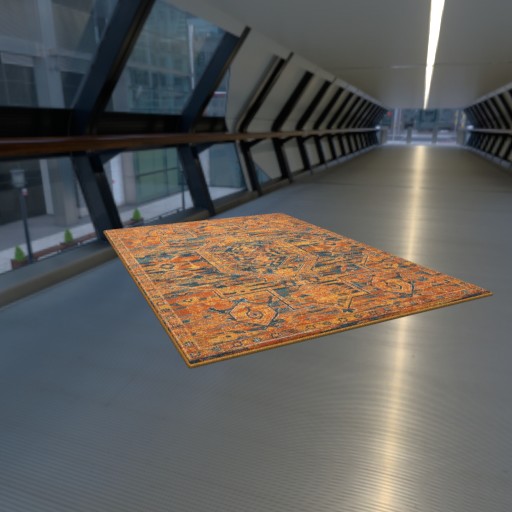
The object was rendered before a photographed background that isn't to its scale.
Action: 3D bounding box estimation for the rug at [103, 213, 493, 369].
[{"bbox_3d":[0.000,0.000,2.843,1.588,0.024,2.204,-8,19,-25],"label":"rug"}]
